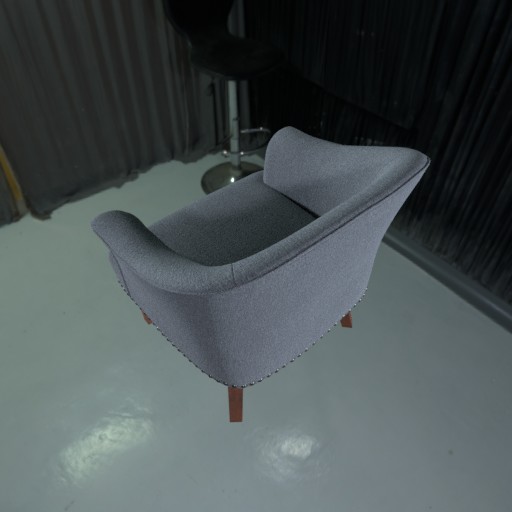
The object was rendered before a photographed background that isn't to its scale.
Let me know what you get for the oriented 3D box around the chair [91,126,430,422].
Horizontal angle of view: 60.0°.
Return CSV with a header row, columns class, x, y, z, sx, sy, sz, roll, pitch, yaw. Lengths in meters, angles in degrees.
class,x,y,z,sx,sy,sz,roll,pitch,yaw
chair,0.000,0.000,1.398,0.798,0.815,0.704,-32,54,-27
